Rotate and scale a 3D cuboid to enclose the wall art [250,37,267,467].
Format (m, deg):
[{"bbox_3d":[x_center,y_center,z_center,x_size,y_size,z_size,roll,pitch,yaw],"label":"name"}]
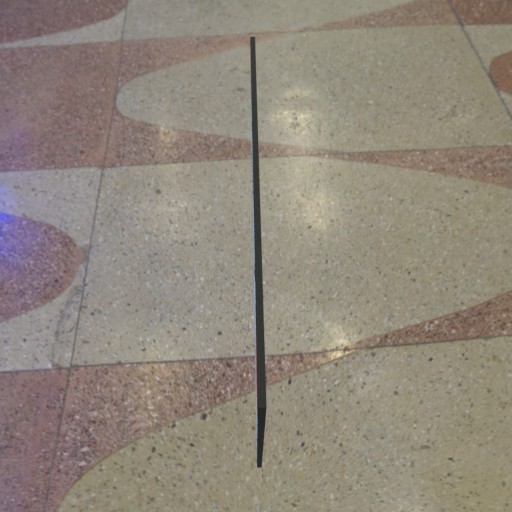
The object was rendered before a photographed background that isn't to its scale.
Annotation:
[{"bbox_3d":[0.000,0.000,1.204,0.013,0.665,0.963,-1,57,-1],"label":"wall art"}]
